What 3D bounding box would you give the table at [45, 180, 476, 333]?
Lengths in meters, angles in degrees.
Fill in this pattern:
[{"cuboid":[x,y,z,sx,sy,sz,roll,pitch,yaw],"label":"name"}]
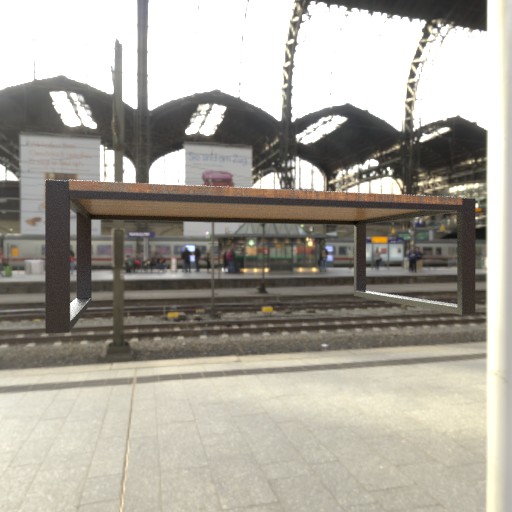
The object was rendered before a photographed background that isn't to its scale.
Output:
[{"cuboid":[0.000,0.000,1.692,1.350,0.400,0.750,0,0,-16],"label":"table"}]
